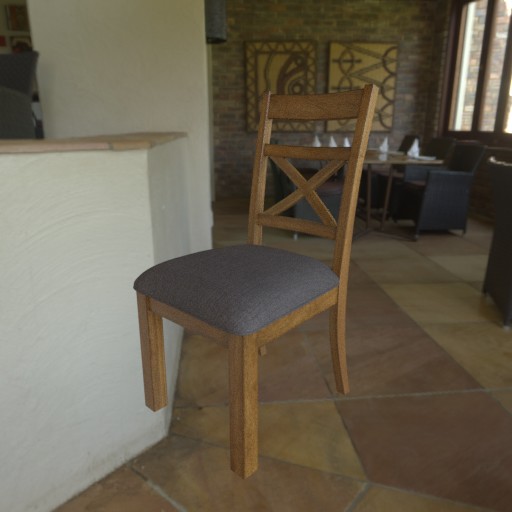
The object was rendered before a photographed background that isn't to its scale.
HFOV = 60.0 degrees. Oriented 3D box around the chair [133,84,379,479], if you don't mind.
[{"bbox_3d":[0.000,0.000,1.297,0.470,0.949,0.581,15,22,42],"label":"chair"}]
